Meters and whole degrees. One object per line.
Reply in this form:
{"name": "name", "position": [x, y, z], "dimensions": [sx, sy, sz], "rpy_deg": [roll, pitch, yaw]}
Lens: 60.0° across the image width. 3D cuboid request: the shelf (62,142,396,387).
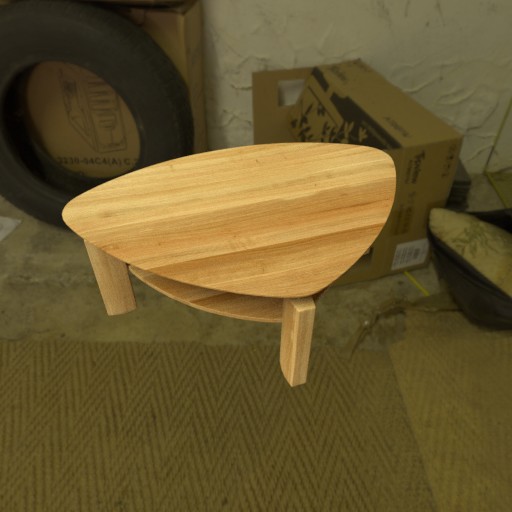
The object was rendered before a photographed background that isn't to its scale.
{"name": "shelf", "position": [0.000, 0.000, 1.643], "dimensions": [1.240, 0.439, 0.863], "rpy_deg": [-13, 43, -14]}
